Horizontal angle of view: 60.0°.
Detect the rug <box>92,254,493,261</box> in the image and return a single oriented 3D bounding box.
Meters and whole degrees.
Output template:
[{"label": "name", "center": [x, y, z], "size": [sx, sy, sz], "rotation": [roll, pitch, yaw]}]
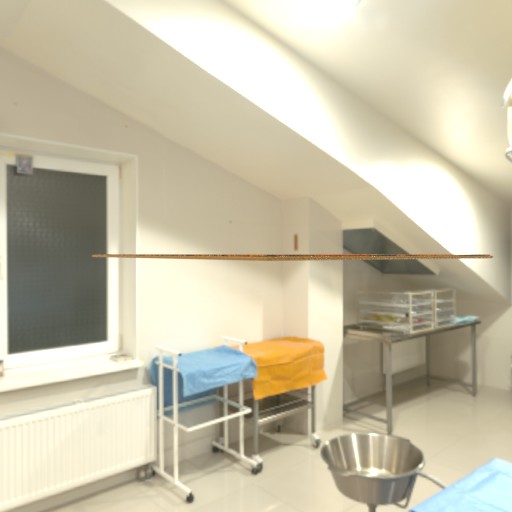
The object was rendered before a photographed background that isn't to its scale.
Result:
[{"label": "rug", "center": [0.000, 0.000, 1.081], "size": [0.557, 0.008, 0.863], "rotation": [0, 0, -35]}]
